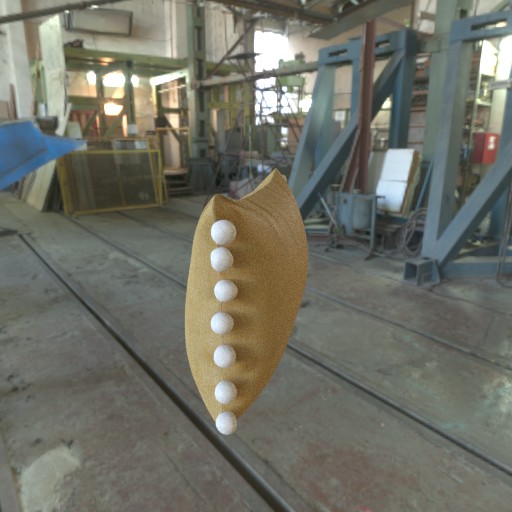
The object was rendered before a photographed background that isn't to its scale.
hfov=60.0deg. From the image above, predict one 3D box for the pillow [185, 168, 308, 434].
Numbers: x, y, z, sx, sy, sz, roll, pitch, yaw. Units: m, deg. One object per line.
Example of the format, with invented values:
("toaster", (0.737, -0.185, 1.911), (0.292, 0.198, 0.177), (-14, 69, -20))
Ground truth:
("pillow", (0.000, 0.000, 0.865), (0.201, 0.322, 0.709), (2, 15, 9))
